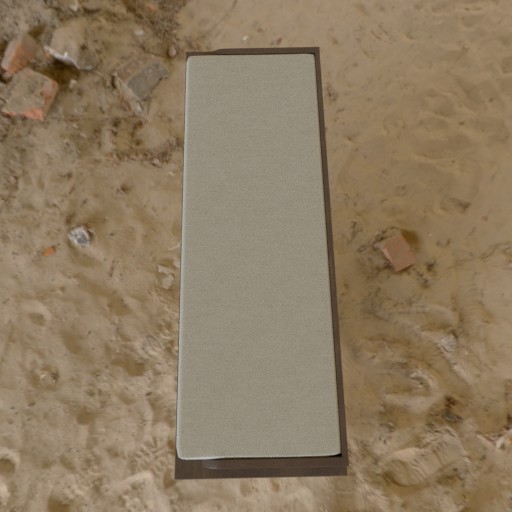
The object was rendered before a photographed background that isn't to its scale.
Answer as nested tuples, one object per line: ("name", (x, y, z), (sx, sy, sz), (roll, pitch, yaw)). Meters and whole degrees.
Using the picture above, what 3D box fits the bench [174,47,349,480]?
("bench", (0.000, 0.000, 1.382), (0.402, 0.501, 1.185), (-1, 74, 0))
